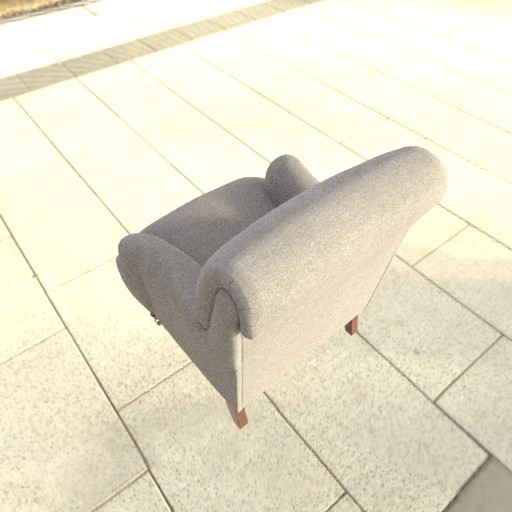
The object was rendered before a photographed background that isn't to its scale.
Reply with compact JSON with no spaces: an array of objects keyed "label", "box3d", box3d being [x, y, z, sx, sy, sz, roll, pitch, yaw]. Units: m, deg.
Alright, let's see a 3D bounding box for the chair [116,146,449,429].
[{"label":"chair","box3d":[0.000,0.000,1.567,0.766,0.942,0.843,-32,56,-26]}]
